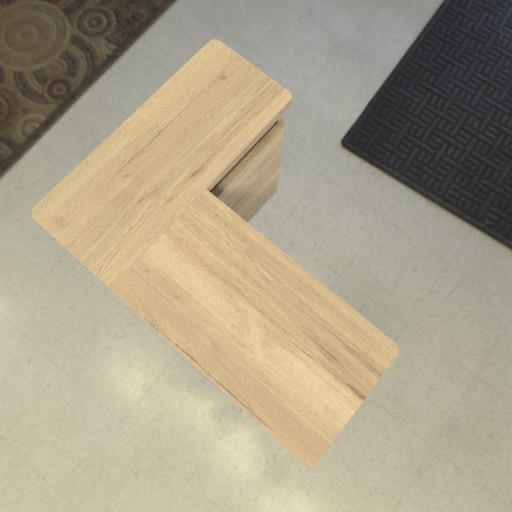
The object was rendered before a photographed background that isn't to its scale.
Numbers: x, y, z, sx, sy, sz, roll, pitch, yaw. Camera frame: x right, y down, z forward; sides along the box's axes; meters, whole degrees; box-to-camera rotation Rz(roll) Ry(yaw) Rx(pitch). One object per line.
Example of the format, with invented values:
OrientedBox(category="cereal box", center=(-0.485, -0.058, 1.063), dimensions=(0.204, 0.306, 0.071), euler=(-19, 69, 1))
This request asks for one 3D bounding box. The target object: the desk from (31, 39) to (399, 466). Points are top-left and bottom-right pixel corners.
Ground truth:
OrientedBox(category="desk", center=(0.000, 0.000, 1.785), dimensions=(1.169, 0.760, 0.900), euler=(40, 78, 10))
